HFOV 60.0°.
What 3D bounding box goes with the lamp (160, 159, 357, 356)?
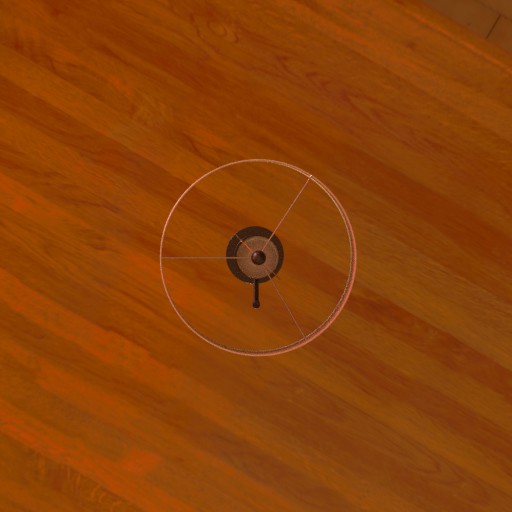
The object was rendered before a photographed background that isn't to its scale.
[{"bbox_3d":[0.000,0.000,0.923,0.363,0.696,0.363,0,90,-1],"label":"lamp"}]
